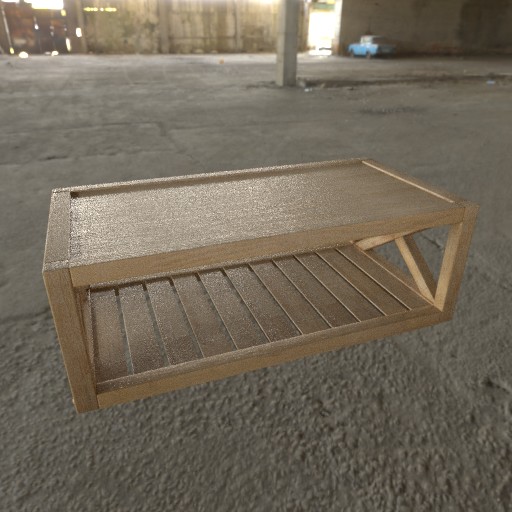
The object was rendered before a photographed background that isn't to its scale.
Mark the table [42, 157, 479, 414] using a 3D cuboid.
[{"bbox_3d":[0.000,0.000,1.615,1.321,0.457,0.660,-9,28,-18],"label":"table"}]
